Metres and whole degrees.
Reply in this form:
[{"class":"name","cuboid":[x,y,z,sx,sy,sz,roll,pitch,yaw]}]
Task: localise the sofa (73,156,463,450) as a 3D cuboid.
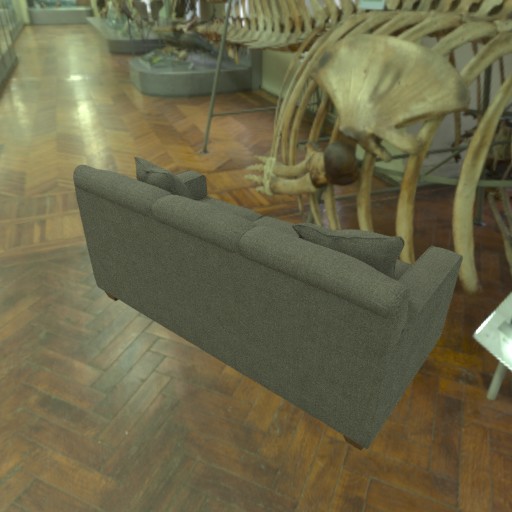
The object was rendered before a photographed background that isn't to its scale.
[{"class":"sofa","cuboid":[0.000,0.000,2.588,2.024,0.958,0.997,22,38,32]}]
